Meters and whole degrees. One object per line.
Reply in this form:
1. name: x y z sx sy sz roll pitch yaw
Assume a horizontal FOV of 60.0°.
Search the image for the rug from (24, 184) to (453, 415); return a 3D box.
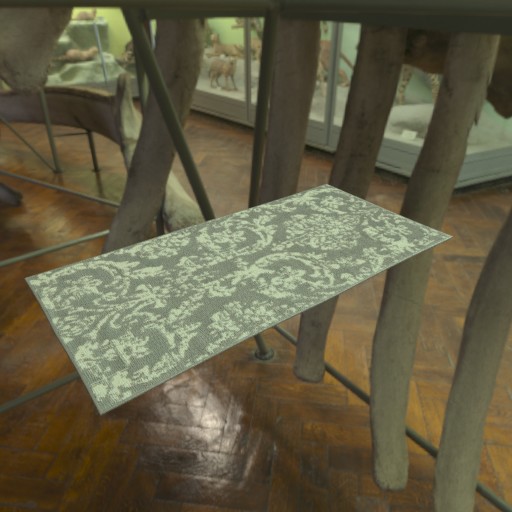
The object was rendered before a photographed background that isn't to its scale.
1. rug: 0.000 0.000 1.386 1.219 0.007 0.604 -21 37 -31
